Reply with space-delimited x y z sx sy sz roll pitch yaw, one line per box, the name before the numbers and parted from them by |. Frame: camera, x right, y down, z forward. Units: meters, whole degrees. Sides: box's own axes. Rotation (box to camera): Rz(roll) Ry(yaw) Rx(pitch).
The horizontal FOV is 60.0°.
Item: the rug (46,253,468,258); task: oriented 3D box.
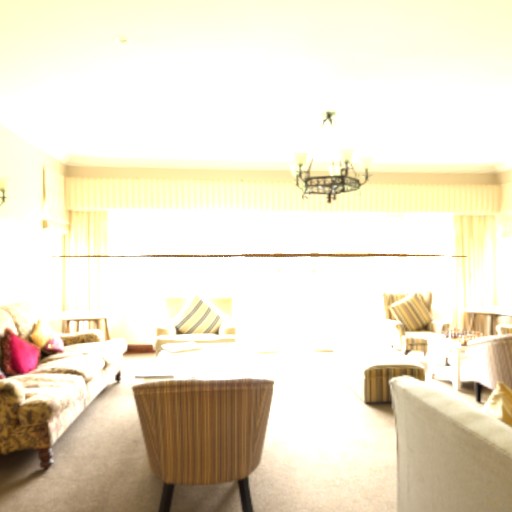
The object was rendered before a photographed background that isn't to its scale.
rug | 0.000 0.000 2.733 2.135 0.013 1.524 0 -1 36
